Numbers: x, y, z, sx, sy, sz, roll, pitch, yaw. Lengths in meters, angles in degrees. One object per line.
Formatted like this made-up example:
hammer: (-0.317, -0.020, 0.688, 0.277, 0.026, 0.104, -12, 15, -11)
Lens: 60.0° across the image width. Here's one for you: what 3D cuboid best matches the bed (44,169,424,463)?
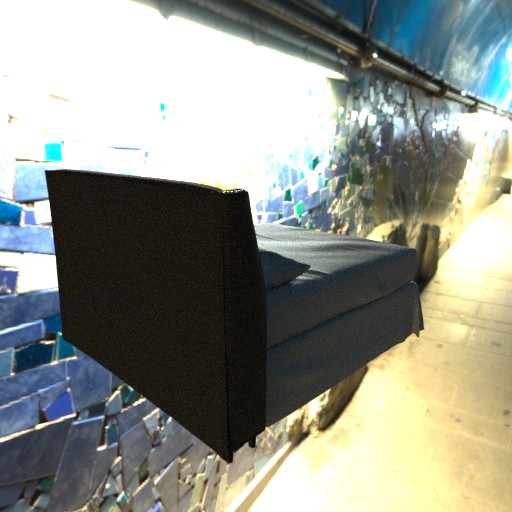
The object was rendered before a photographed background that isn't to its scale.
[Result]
bed: (0.000, 0.000, 3.339, 2.276, 1.332, 1.925, -14, 20, -43)
